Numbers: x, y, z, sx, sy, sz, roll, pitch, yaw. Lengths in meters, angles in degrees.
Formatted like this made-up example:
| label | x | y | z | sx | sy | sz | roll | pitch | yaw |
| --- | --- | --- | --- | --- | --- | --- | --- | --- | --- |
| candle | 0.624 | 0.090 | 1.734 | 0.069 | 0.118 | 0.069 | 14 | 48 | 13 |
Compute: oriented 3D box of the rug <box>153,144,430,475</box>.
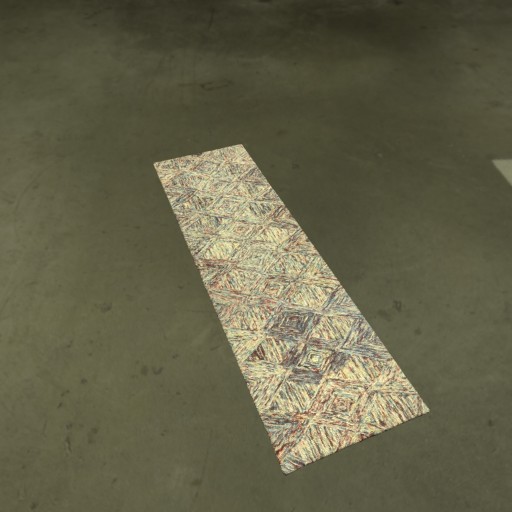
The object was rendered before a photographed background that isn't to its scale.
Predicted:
| label | x | y | z | sx | sy | sz | roll | pitch | yaw |
| --- | --- | --- | --- | --- | --- | --- | --- | --- | --- |
| rug | 0.000 | 0.000 | 2.548 | 0.688 | 0.015 | 2.292 | -16 | 48 | -15 |
